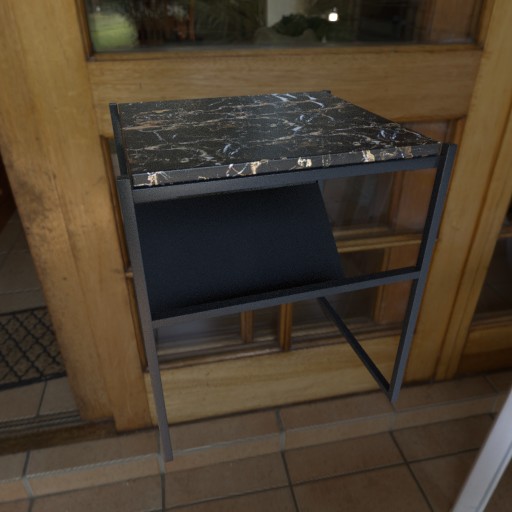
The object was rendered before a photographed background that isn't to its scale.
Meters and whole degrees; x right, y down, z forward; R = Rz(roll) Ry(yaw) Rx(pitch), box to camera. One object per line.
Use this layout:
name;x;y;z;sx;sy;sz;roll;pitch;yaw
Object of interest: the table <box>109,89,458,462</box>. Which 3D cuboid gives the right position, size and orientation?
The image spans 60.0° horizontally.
table;0.000;0.000;0.884;0.469;0.534;0.432;-9;32;-15
